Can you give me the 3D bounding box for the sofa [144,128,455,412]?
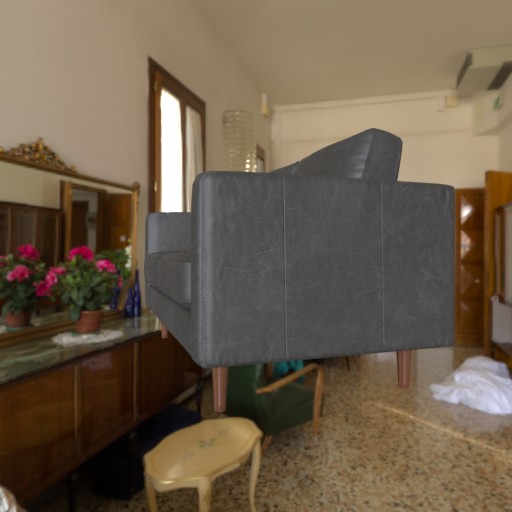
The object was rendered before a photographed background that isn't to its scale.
[{"bbox_3d":[0.000,0.000,1.974,0.879,0.899,1.430,0,1,-19],"label":"sofa"}]
